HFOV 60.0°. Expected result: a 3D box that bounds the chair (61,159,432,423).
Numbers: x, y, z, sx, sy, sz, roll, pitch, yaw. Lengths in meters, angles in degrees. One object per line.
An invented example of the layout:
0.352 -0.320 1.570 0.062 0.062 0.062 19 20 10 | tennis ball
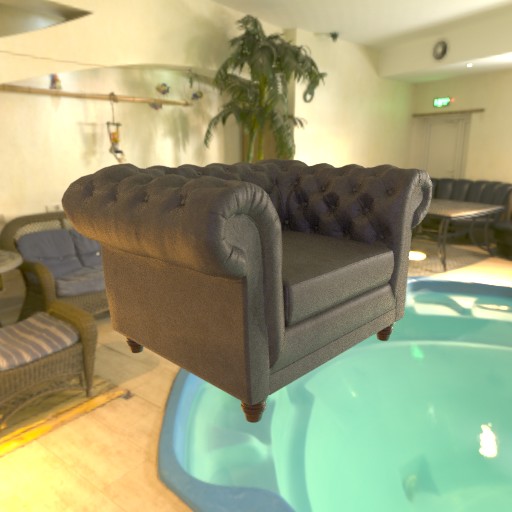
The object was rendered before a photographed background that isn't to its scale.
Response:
0.000 0.000 1.882 0.943 0.780 1.298 13 19 42 | chair
